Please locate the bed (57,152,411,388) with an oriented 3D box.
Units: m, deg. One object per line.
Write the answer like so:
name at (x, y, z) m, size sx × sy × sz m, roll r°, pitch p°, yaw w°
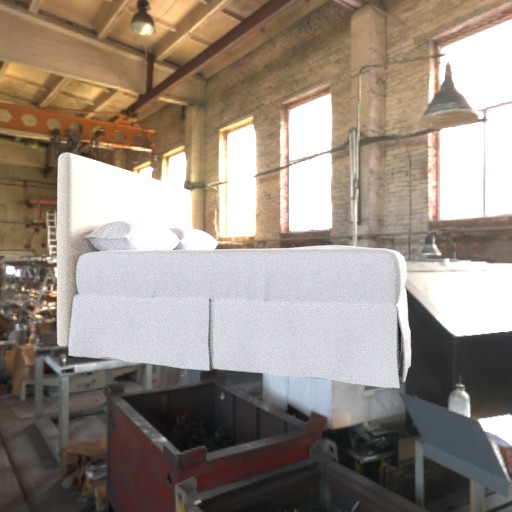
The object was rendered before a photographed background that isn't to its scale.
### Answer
bed at (0.000, 0.000, 3.241) m, size 2.142 × 1.330 × 1.713 m, roll 0°, pitch -1°, yaw 20°
